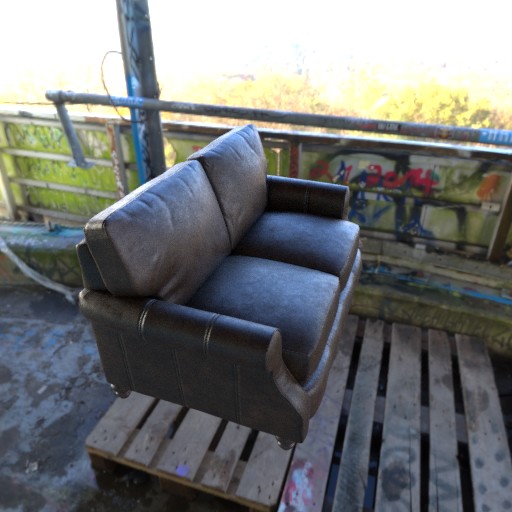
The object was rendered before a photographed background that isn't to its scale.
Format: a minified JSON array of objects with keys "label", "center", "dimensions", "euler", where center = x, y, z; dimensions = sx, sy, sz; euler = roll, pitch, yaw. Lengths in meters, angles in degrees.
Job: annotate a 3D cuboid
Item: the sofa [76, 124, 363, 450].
[{"label":"sofa","center":[0.000,0.000,2.280],"dimensions":[0.990,0.976,1.616],"euler":[11,32,17]}]
